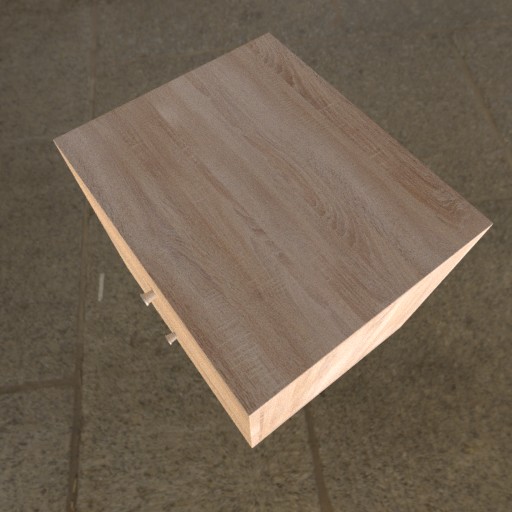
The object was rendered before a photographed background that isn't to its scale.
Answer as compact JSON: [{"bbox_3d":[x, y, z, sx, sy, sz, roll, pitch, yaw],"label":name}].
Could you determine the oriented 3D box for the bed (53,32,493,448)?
[{"bbox_3d":[0.000,0.000,0.771,0.401,0.420,0.460,-34,67,-16],"label":"bed"}]
